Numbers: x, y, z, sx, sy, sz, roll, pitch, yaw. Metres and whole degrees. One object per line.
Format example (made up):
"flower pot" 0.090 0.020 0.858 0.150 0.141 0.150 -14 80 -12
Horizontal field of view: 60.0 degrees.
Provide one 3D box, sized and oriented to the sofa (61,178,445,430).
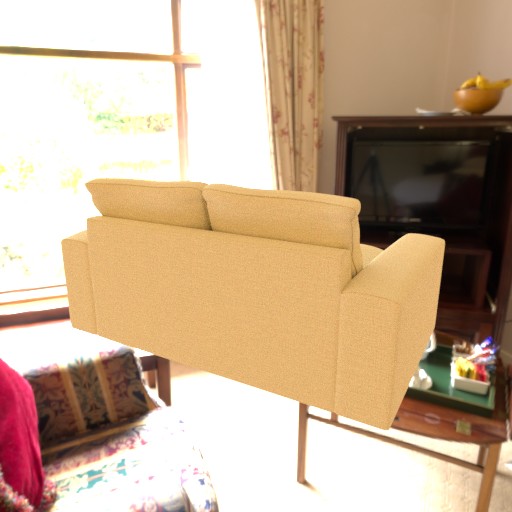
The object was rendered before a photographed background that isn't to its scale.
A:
"sofa" 0.000 0.000 2.379 1.754 0.875 1.091 9 19 29
